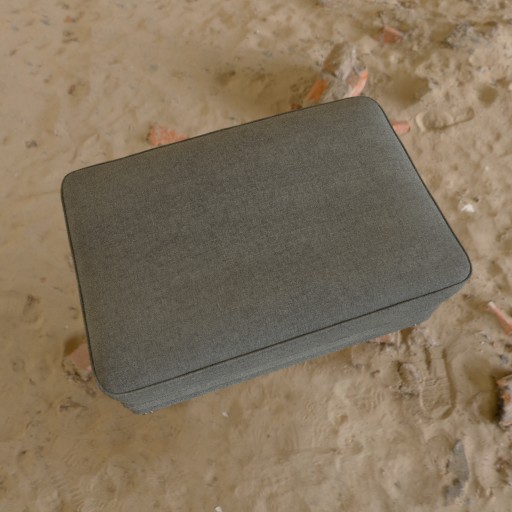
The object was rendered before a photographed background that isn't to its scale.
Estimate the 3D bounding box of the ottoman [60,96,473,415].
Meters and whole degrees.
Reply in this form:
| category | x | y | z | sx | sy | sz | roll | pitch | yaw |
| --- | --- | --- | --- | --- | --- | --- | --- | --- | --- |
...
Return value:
| category | x | y | z | sx | sy | sz | roll | pitch | yaw |
| --- | --- | --- | --- | --- | --- | --- | --- | --- | --- |
| ottoman | 0.000 | 0.000 | 1.128 | 0.813 | 0.457 | 0.561 | -16 | 65 | -8 |
